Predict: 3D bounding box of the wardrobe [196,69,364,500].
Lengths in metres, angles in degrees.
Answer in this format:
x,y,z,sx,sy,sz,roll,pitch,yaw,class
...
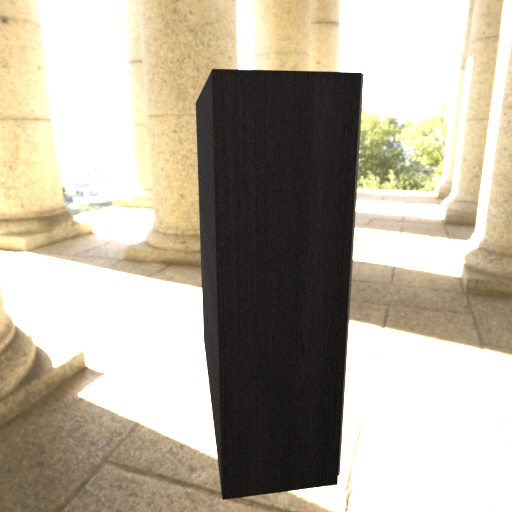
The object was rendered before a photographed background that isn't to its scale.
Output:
x,y,z,sx,sy,sz,roll,pitch,yaw,class
0.000,0.000,2.800,0.629,1.960,1.780,-3,15,-9,wardrobe
